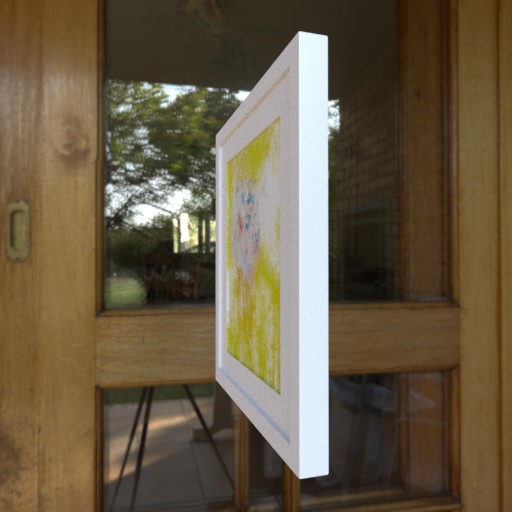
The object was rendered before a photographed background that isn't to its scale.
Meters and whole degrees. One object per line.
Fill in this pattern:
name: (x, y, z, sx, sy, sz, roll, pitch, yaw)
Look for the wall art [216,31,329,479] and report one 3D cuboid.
wall art: (0.000, 0.000, 0.537, 0.028, 0.381, 0.331, 0, -1, -17)
